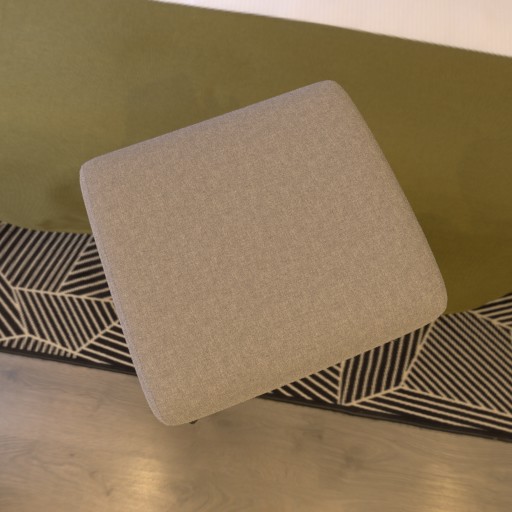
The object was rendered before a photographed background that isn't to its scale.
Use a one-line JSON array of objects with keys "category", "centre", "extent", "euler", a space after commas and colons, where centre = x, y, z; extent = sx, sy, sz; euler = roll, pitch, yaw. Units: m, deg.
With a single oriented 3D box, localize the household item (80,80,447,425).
[{"category": "household item", "centre": [0.000, 0.000, 0.907], "extent": [0.530, 0.410, 0.530], "euler": [-21, 75, -6]}]
